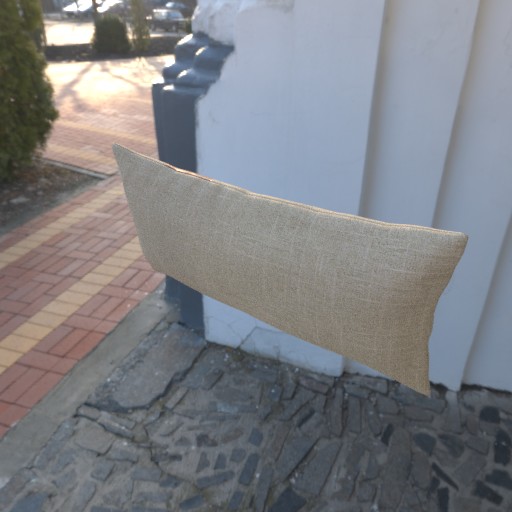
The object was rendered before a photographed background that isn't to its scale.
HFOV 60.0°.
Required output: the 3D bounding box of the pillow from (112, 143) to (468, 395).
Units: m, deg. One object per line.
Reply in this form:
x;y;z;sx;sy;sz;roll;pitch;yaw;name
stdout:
0.000;0.000;0.726;0.612;0.282;0.155;20;35;32;pillow
